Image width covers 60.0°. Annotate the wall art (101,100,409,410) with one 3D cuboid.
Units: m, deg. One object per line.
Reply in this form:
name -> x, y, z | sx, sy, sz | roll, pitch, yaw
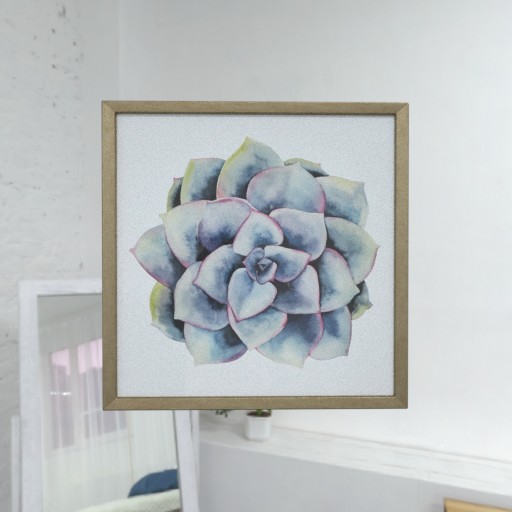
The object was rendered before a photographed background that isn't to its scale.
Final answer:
wall art -> 0.000, 0.000, 0.742 | 0.503, 0.506, 0.030 | 0, 1, -1
